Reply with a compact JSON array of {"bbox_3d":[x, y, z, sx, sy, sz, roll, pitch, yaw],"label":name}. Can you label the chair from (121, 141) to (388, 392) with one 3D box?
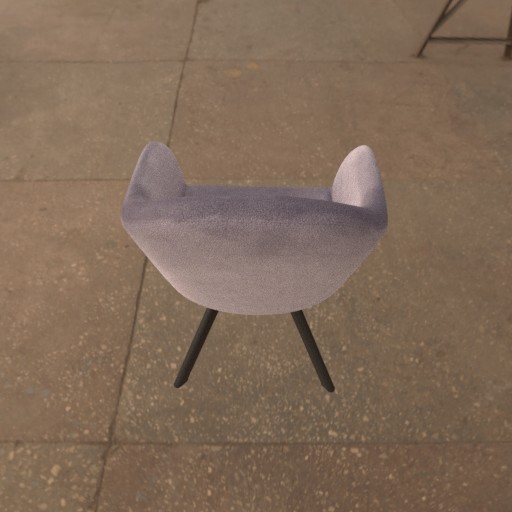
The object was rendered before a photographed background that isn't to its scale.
[{"bbox_3d":[0.000,0.000,1.134,0.570,0.780,0.540,1,49,1],"label":"chair"}]
